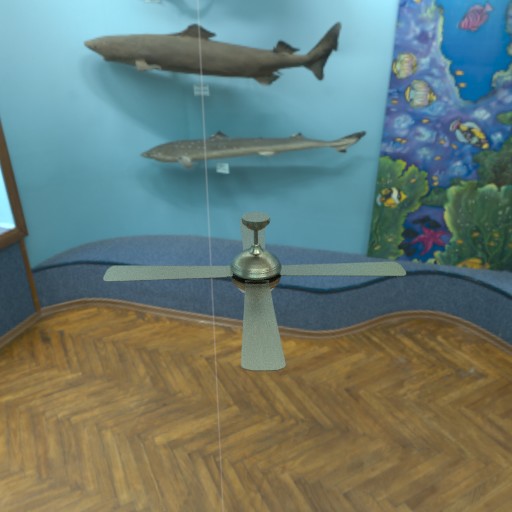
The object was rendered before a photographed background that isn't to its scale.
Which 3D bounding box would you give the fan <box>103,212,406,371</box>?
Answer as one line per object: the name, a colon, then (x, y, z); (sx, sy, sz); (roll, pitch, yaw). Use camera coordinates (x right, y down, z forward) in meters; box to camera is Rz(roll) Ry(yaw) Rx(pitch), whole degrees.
fan: (0.000, 0.000, 2.022); (1.321, 0.381, 1.321); (8, 27, 17)
